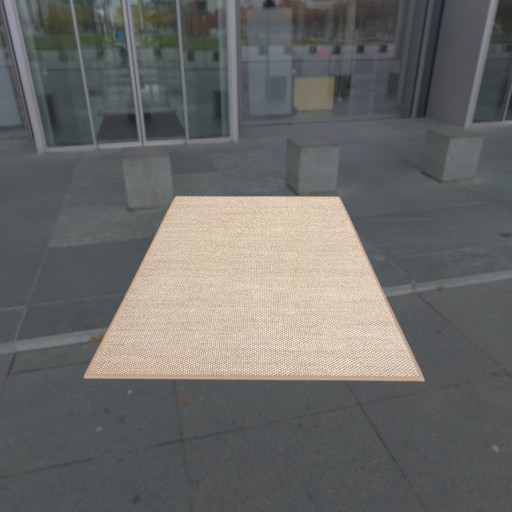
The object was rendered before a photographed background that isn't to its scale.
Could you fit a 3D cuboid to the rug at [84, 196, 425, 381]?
[{"bbox_3d":[0.000,0.000,2.108,1.061,0.012,1.668,0,27,1],"label":"rug"}]
